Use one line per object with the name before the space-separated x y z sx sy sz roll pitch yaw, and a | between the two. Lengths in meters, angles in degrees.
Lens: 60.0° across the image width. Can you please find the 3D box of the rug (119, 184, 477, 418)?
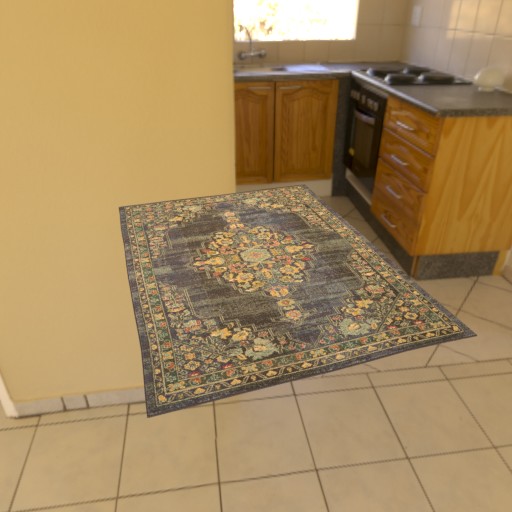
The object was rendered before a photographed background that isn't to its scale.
rug | 0.000 0.000 4.811 2.716 0.035 3.612 -9 32 -15
